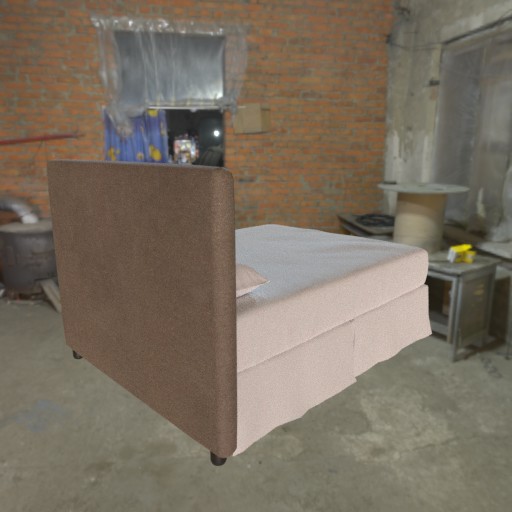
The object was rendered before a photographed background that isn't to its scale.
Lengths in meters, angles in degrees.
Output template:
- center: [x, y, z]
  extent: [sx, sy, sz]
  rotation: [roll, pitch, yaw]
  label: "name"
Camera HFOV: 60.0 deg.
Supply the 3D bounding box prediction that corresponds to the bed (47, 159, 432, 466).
- center: [0.000, 0.000, 3.072]
  extent: [1.723, 1.330, 2.142]
  rotation: [13, 19, 43]
  label: "bed"
